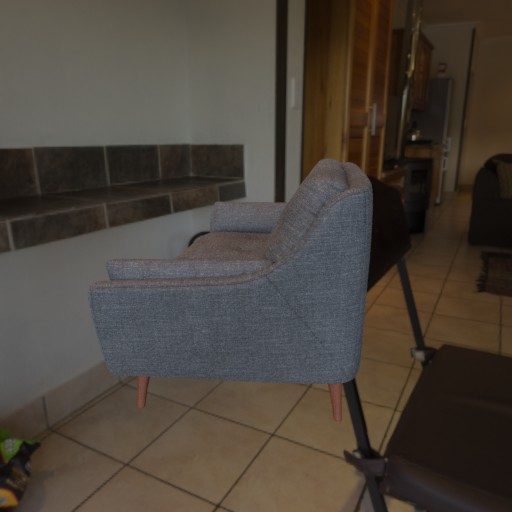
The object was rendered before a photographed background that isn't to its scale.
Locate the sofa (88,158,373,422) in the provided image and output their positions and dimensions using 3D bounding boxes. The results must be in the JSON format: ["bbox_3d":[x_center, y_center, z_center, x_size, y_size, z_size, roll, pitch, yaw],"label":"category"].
[{"bbox_3d":[0.000,0.000,2.182,0.976,0.887,1.646,2,15,9],"label":"sofa"}]
